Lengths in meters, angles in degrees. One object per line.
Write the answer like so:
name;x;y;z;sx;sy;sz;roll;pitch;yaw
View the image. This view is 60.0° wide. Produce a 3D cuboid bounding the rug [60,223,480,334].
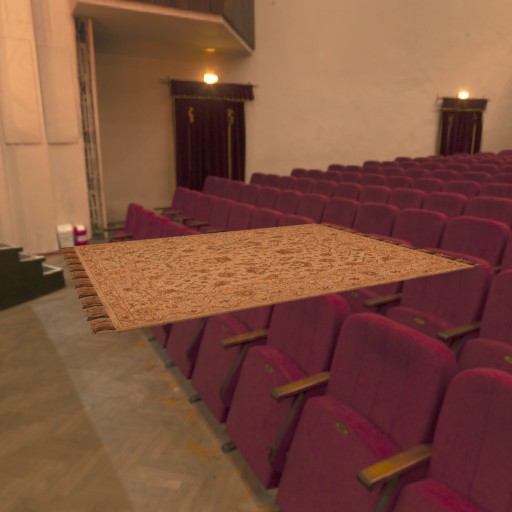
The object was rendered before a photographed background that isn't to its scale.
rug;0.000;0.000;2.225;1.726;0.009;1.278;-7;16;-26
